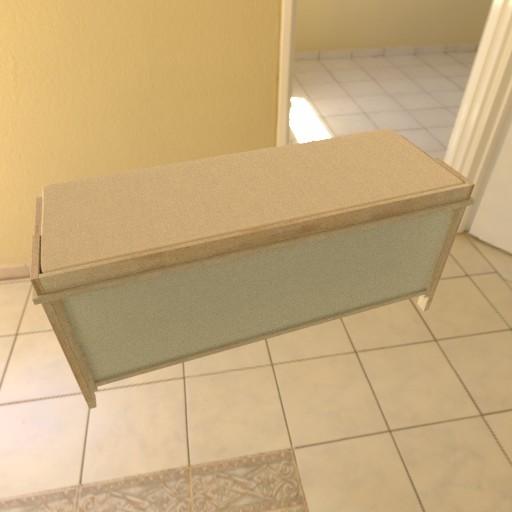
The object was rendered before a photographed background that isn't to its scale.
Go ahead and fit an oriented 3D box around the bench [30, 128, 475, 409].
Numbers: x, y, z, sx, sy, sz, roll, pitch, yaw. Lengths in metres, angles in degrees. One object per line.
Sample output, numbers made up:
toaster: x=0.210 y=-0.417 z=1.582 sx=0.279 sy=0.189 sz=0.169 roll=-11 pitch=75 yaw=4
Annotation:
bench: x=0.000 y=0.000 z=1.351 sx=1.140 sy=0.501 sz=0.398 roll=-13 pitch=42 yaw=-15
